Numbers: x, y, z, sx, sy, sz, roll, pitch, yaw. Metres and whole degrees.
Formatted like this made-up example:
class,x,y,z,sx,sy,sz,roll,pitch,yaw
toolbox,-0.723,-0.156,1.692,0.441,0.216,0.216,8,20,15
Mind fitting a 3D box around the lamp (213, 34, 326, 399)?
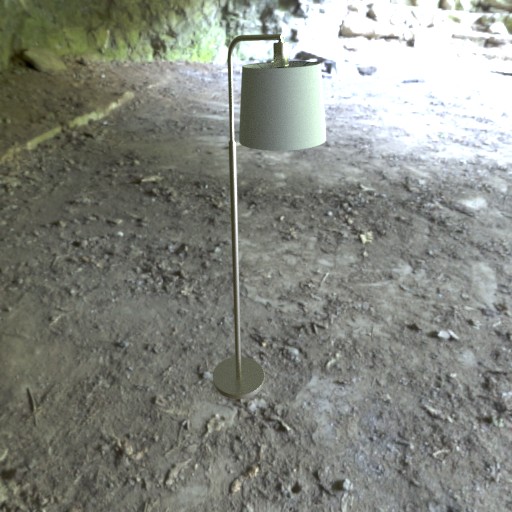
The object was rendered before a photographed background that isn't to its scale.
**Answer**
class,x,y,z,sx,sy,sz,roll,pitch,yaw
lamp,0.000,0.000,1.632,0.254,1.478,0.508,-22,37,-32
